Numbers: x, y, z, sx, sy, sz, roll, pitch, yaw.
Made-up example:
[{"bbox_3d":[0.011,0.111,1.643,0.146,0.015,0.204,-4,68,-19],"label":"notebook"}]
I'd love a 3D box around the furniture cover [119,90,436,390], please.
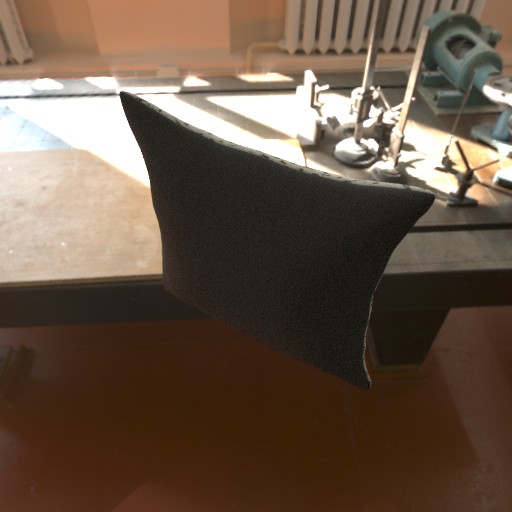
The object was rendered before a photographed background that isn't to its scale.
[{"bbox_3d":[0.000,0.000,0.804,0.525,0.498,0.180,23,50,22],"label":"furniture cover"}]
